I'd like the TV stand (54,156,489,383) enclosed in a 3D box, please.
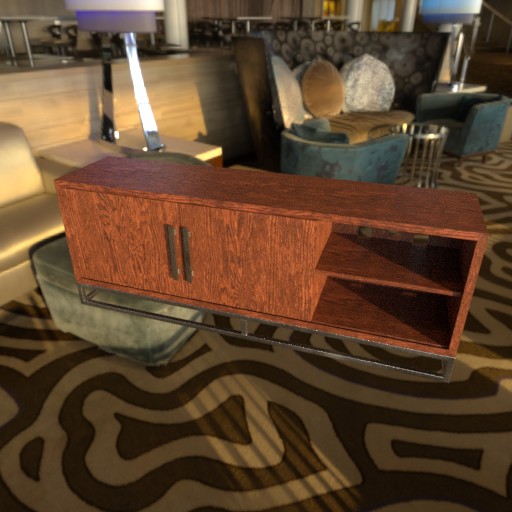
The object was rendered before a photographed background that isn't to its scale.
[{"bbox_3d":[0.000,0.000,1.778,1.541,0.578,0.382,9,29,16],"label":"TV stand"}]
